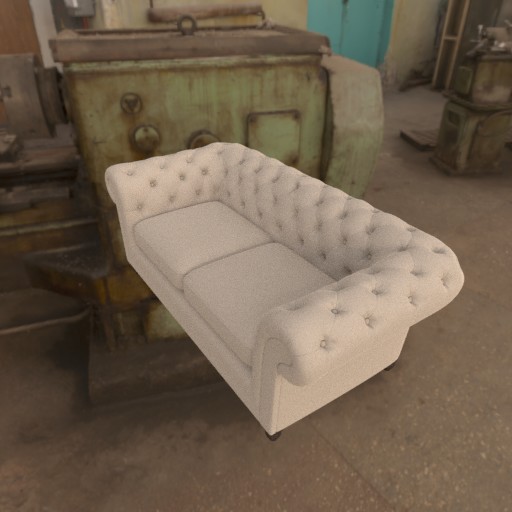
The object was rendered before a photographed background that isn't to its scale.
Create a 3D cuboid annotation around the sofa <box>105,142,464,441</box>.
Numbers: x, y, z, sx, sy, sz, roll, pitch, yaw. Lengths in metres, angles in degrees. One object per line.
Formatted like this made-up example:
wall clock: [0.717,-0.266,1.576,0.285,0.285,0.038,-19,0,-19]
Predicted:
sofa: [0.000,0.000,2.471,0.986,0.764,1.998,-20,37,-29]
